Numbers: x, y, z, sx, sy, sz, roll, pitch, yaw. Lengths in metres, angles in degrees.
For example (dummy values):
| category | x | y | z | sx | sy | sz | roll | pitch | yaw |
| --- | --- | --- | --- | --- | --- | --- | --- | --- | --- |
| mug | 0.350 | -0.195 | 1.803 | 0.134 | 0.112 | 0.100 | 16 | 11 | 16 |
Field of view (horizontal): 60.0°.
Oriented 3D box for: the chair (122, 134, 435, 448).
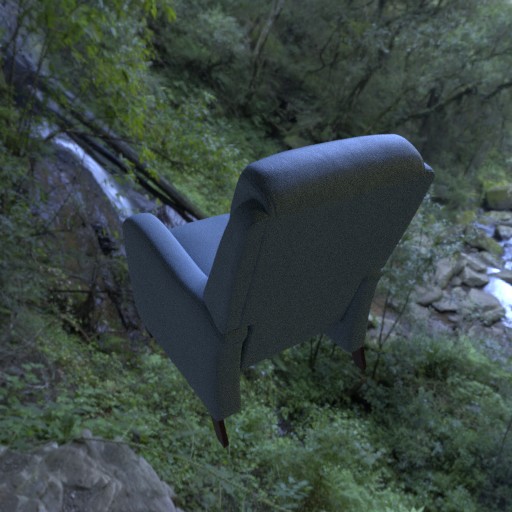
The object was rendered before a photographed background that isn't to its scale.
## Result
| category | x | y | z | sx | sy | sz | roll | pitch | yaw |
| --- | --- | --- | --- | --- | --- | --- | --- | --- | --- |
| chair | 0.000 | 0.000 | 1.765 | 0.785 | 1.067 | 0.988 | -18 | 34 | -29 |
